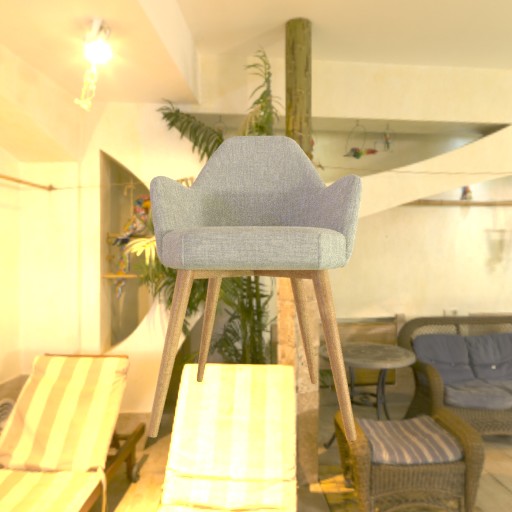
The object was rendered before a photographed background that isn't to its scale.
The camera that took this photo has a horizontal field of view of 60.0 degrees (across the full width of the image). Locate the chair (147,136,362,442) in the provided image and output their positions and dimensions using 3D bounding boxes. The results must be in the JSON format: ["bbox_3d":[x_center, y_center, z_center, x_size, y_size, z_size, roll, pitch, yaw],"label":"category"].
[{"bbox_3d":[0.000,0.000,1.286,0.590,0.840,0.610,0,0,2],"label":"chair"}]
